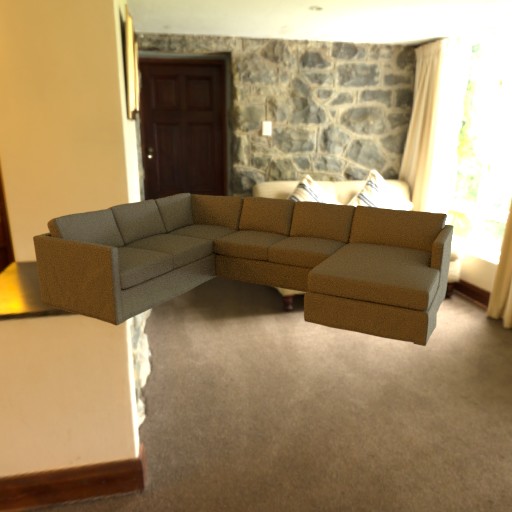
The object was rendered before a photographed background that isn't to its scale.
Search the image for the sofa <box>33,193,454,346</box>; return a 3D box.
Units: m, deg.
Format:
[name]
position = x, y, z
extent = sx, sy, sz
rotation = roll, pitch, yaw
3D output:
[sofa]
position = 0.000, 0.000, 4.439
extent = 3.460, 0.882, 2.427
rotation = 8, 17, 27
